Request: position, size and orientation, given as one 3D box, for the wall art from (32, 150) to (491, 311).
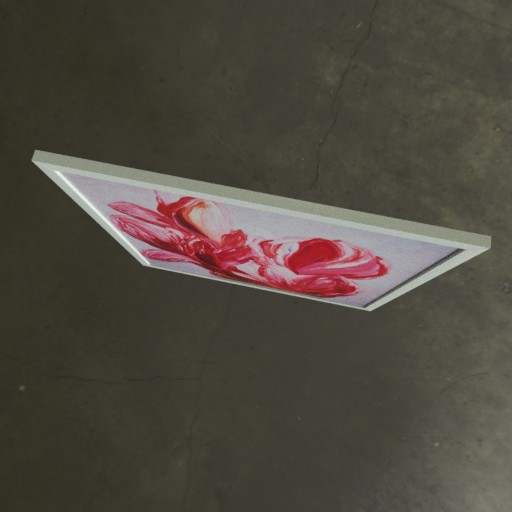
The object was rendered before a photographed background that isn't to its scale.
[{"bbox_3d":[0.000,0.000,1.153,0.805,0.803,0.022,11,76,3],"label":"wall art"}]
